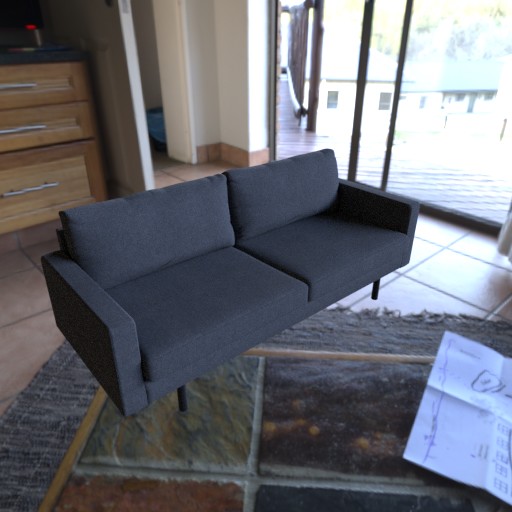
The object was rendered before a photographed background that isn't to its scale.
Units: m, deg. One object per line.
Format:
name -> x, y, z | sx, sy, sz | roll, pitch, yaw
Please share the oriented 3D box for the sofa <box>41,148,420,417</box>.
sofa -> 0.000, 0.000, 2.595 | 2.100, 0.880, 0.880 | -21, 34, -35
